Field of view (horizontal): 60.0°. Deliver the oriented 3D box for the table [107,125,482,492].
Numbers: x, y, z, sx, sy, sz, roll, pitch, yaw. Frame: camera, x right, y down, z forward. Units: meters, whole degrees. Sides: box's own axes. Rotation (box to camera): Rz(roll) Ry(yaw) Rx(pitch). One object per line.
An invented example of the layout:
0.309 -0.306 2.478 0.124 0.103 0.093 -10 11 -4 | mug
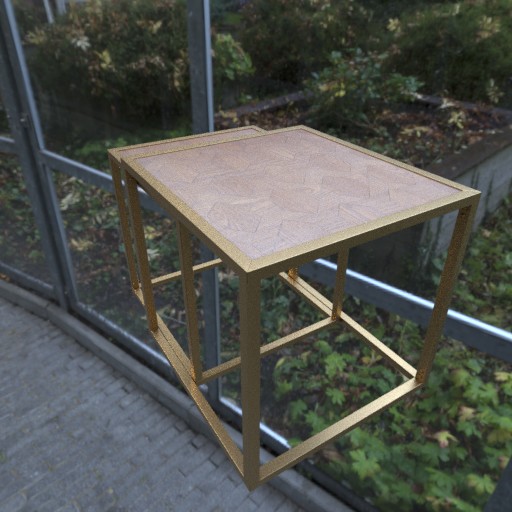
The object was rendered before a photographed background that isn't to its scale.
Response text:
0.000 0.000 1.105 0.505 0.505 0.762 -18 36 -27 | table
